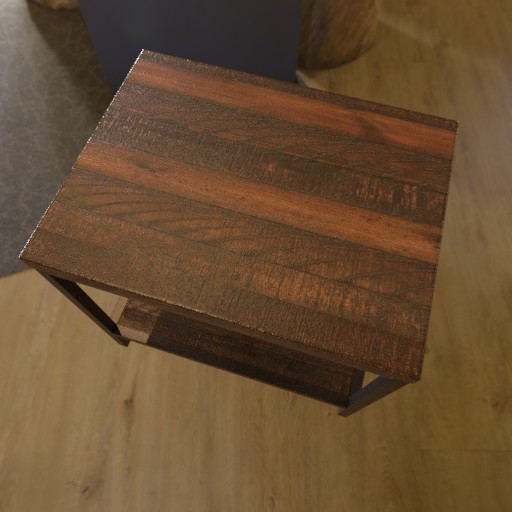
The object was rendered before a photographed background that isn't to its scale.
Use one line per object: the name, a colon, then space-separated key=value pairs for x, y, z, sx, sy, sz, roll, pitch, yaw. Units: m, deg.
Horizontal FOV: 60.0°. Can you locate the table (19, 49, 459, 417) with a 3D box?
table: x=0.000 y=0.000 z=1.087 sx=0.678 sy=0.612 sz=0.524 roll=16 pitch=66 yaw=7
